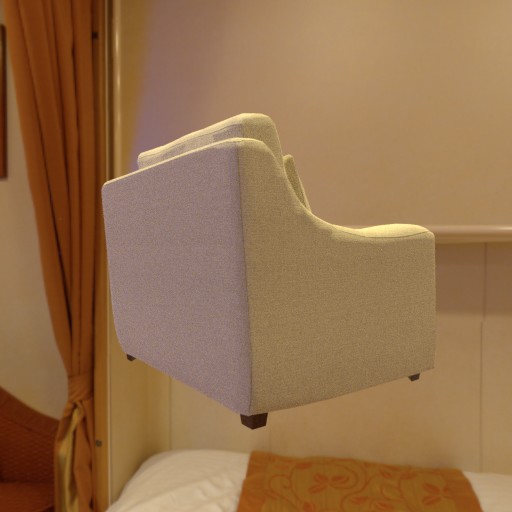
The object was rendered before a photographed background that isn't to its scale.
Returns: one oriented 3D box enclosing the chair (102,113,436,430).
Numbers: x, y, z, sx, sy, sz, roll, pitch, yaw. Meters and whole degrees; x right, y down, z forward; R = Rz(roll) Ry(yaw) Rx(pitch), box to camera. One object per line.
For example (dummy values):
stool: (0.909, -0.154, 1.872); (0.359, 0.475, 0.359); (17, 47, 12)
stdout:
chair: (0.000, 0.000, 1.965); (1.009, 1.016, 1.178); (-1, 2, -36)
